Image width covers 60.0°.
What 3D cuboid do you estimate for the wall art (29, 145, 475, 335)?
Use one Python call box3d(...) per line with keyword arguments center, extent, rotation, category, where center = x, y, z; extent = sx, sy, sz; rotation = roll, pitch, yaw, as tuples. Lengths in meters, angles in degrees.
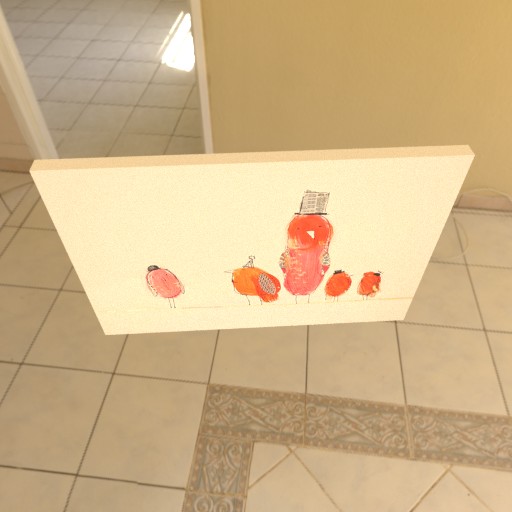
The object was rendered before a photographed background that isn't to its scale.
box3d(center=(0.000, 0.000, 1.146), extent=(0.914, 0.609, 0.038), rotation=(-3, 48, -2), category="wall art")
